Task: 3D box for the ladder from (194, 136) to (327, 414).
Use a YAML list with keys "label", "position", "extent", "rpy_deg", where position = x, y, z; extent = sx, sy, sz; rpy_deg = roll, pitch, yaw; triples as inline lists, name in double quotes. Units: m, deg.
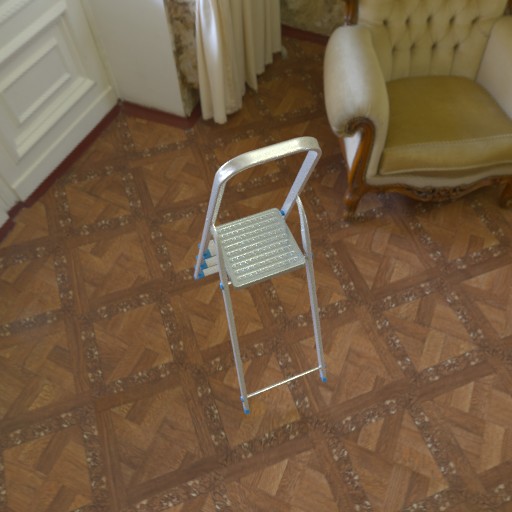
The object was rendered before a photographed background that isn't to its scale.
- label: "ladder"
  position: [0.000, 0.000, 1.802]
  extent: [0.445, 1.434, 0.842]
  rpy_deg: [-19, 60, -11]
